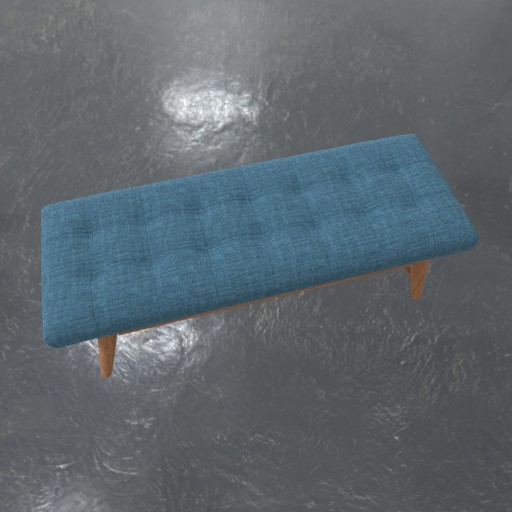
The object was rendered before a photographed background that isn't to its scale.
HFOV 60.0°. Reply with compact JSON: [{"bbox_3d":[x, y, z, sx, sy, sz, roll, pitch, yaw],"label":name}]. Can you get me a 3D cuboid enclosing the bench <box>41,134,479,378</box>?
[{"bbox_3d":[0.000,0.000,1.334,1.118,0.432,0.406,-13,60,-8],"label":"bench"}]
